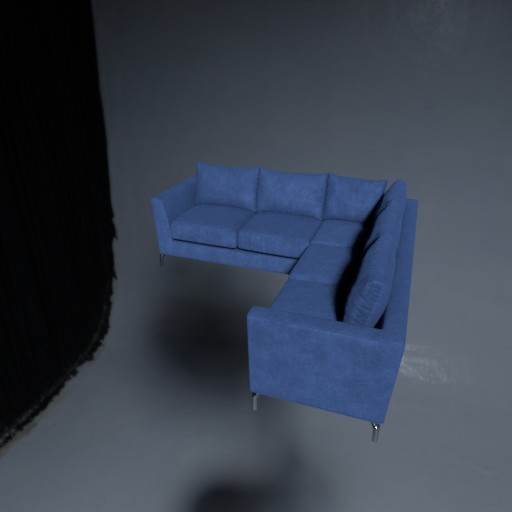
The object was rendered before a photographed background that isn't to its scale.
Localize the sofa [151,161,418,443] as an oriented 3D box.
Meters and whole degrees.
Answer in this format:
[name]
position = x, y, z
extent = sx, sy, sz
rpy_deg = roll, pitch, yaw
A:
[sofa]
position = 0.000, 0.000, 3.746
extent = 2.472, 0.988, 2.463
rpy_deg = 9, 27, 18
